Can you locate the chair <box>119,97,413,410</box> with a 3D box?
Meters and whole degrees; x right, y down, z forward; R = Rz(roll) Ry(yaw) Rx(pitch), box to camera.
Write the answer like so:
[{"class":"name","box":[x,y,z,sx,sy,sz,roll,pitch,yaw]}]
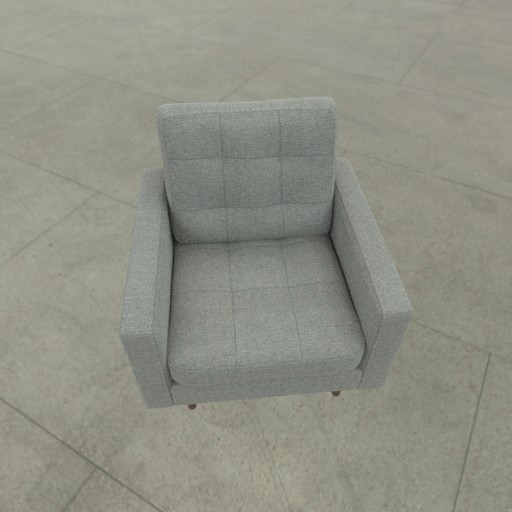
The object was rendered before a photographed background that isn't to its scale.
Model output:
[{"class":"chair","box":[0.000,0.000,1.565,0.821,0.880,0.843,-4,46,-4]}]
